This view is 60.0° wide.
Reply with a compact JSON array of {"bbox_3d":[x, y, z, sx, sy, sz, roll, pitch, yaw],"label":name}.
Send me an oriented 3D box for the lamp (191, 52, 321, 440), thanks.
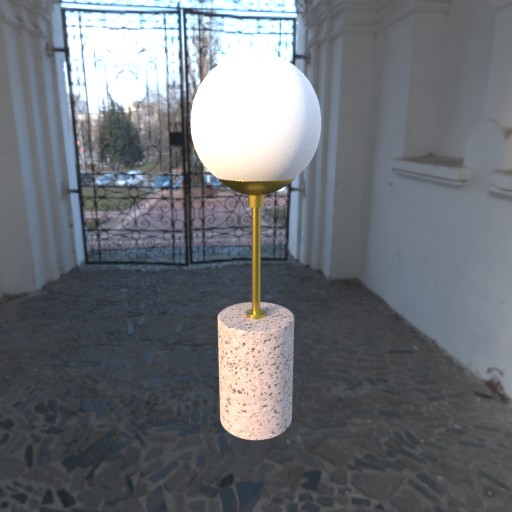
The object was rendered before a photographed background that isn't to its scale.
[{"bbox_3d":[0.000,0.000,0.571,0.153,0.480,0.153,0,16,0],"label":"lamp"}]
